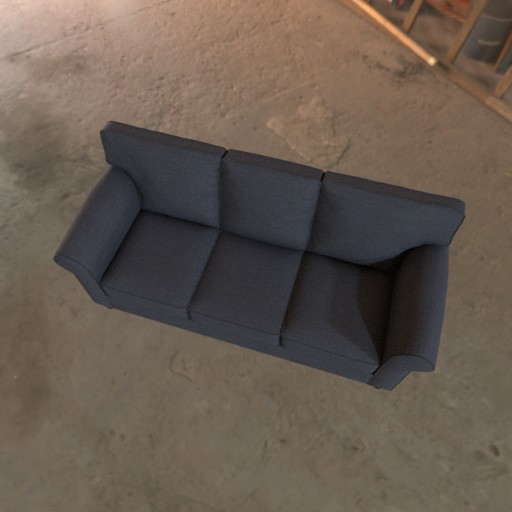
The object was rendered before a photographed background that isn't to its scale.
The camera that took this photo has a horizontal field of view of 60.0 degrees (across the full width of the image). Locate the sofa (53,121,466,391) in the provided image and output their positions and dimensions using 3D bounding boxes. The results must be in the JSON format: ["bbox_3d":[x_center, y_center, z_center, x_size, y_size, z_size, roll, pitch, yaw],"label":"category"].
[{"bbox_3d":[0.000,0.000,2.610,2.084,0.966,0.909,15,60,9],"label":"sofa"}]
